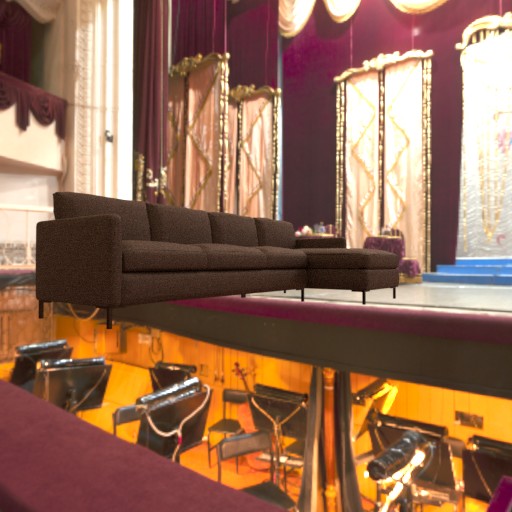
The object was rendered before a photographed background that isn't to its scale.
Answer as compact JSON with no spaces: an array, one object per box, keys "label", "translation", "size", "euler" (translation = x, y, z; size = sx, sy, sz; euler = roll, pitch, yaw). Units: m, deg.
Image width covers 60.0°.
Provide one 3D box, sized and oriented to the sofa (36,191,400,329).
[{"label":"sofa","translation":[0.000,0.000,3.899],"size":[1.483,0.892,3.221],"euler":[-1,-1,37]}]
